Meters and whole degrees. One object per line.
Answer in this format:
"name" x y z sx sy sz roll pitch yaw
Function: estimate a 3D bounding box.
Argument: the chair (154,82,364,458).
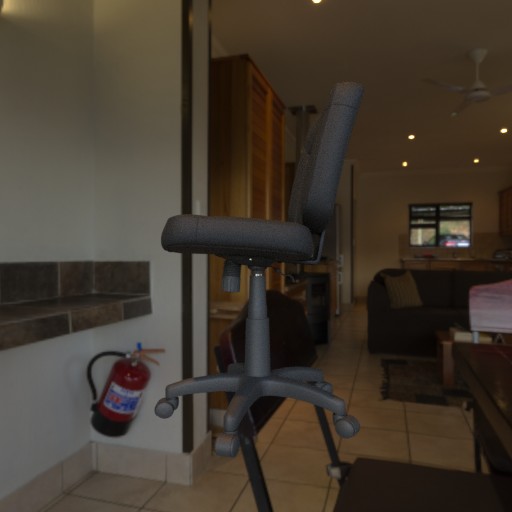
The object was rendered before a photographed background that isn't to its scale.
"chair" 0.000 0.000 1.352 0.610 0.972 0.610 0 0 -2
